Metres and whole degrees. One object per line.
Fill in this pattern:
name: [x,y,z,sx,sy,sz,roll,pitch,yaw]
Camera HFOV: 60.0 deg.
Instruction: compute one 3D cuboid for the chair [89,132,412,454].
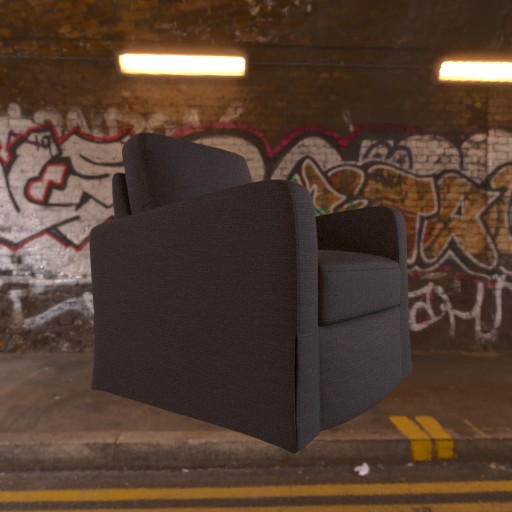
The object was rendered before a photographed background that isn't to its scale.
chair: [0.000,0.000,1.504,0.863,0.855,0.798,0,0,37]
